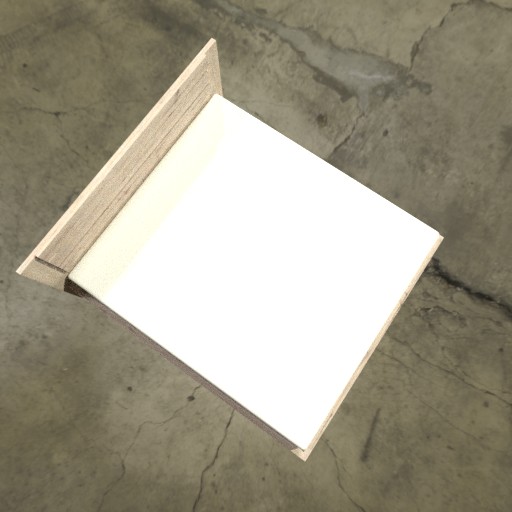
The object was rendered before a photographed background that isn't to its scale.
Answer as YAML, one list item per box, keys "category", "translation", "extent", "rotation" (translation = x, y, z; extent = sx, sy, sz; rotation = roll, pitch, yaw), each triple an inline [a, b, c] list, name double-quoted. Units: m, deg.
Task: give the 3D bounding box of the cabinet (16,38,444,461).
- category: "cabinet"
  translation: [0.000, 0.000, 3.104]
  extent: [2.080, 0.970, 1.950]
  rotation: [34, 79, 8]
